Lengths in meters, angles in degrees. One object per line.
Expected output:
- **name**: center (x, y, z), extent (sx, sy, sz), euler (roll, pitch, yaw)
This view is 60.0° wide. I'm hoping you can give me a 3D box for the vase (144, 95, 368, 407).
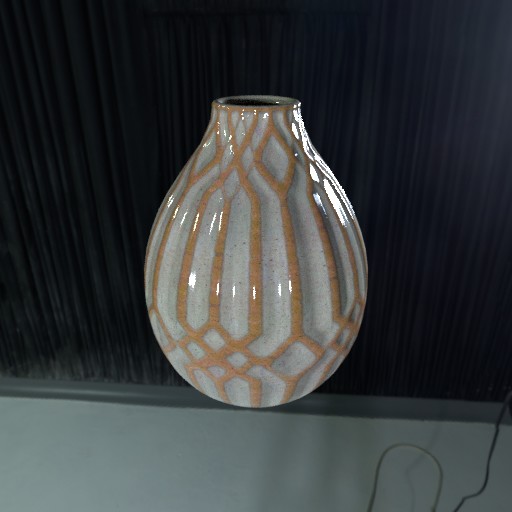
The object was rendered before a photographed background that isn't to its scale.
- **vase**: center (0.000, 0.000, 0.262), extent (0.131, 0.175, 0.131), euler (0, 27, 0)
